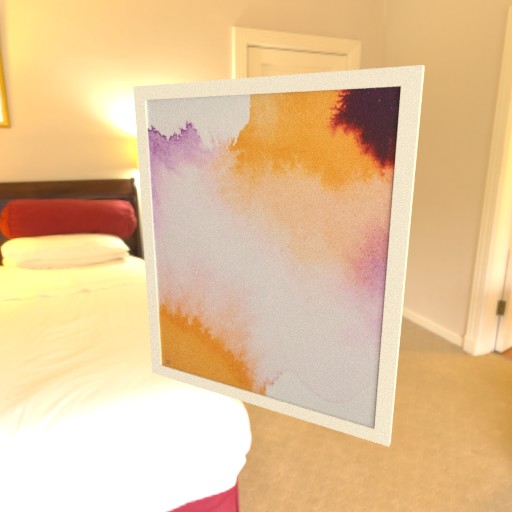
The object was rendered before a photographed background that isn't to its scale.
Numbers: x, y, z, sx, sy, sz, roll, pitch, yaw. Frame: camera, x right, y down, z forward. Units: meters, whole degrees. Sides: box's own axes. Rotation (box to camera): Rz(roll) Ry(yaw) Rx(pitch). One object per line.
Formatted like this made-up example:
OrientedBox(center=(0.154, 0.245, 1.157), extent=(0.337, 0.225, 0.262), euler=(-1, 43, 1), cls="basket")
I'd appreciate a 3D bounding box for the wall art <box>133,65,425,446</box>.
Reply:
OrientedBox(center=(0.000, 0.000, 0.740), extent=(0.482, 0.557, 0.012), euler=(8, 17, 27), cls="wall art")
